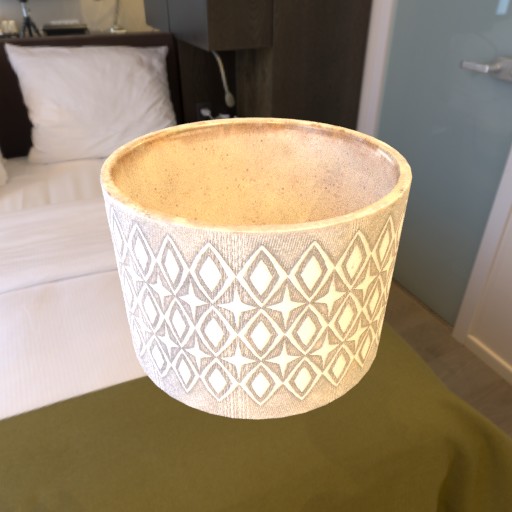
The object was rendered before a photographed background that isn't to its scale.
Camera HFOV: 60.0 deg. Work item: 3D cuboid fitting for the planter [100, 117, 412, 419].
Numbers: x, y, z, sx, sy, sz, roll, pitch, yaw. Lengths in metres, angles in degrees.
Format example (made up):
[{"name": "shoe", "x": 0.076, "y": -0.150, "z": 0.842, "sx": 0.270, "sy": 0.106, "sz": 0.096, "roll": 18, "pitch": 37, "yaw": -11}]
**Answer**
[{"name": "planter", "x": 0.000, "y": 0.000, "z": 0.314, "sx": 0.186, "sy": 0.144, "sz": 0.186, "roll": 0, "pitch": 32, "yaw": 0}]
